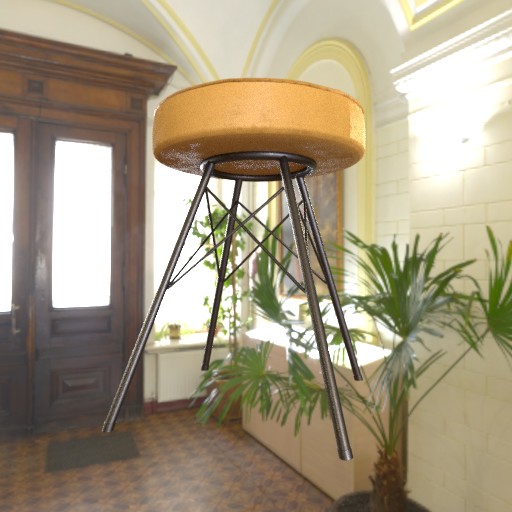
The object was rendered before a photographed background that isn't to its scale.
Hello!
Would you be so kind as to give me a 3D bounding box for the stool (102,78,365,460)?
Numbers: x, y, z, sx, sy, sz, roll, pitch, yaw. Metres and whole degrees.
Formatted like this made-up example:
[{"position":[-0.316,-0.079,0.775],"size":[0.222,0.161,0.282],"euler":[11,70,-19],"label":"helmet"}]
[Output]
[{"position":[0.000,0.000,0.913],"size":[0.438,0.595,0.472],"euler":[0,-1,18],"label":"stool"}]
